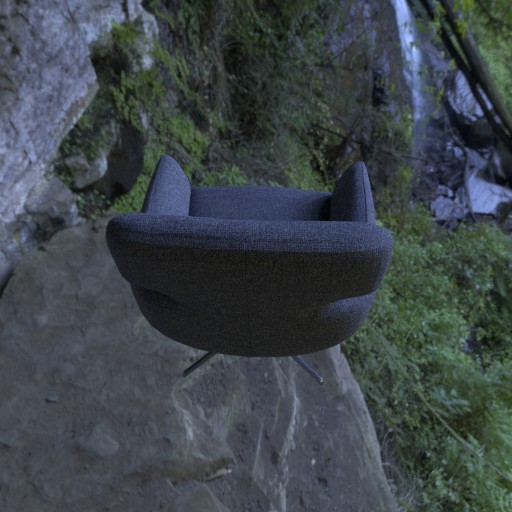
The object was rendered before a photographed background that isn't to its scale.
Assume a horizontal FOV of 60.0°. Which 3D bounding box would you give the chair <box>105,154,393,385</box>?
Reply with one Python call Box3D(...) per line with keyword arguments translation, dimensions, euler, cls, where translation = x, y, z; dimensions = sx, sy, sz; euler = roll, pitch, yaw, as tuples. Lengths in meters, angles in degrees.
Box3D(translation=(0.000, 0.000, 1.358), dimensions=(0.706, 0.812, 0.715), euler=(3, 47, 2), cls="chair")
